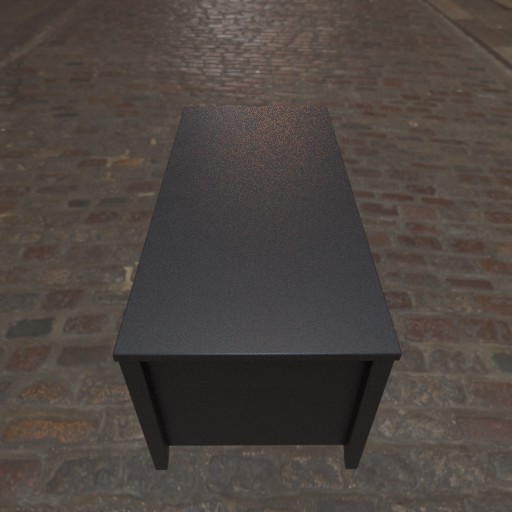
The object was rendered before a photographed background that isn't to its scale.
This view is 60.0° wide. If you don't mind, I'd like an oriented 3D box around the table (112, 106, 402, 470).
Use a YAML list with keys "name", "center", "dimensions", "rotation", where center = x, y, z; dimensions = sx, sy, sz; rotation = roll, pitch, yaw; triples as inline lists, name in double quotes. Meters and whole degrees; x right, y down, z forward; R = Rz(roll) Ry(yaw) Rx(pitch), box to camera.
- name: "table"
  center: [0.000, 0.000, 1.268]
  dimensions: [0.483, 0.457, 1.016]
  rotation: [0, 41, 0]
